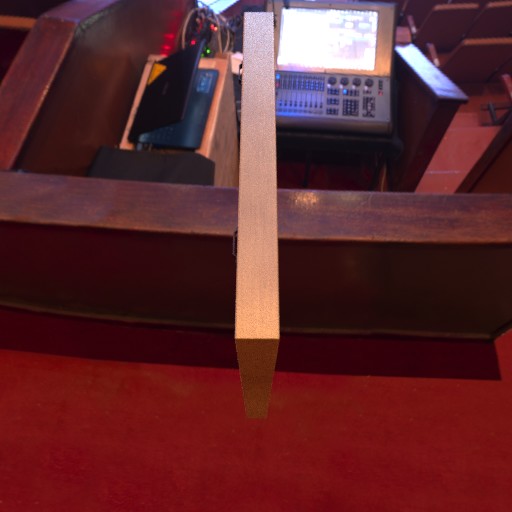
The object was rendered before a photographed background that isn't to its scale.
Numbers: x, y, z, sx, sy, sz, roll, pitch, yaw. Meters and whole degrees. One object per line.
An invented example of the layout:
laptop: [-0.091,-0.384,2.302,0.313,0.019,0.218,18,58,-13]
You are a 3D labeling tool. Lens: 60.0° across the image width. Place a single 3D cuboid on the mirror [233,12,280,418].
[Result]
mirror: [0.000,0.000,0.673,0.041,0.509,0.406,0,63,0]
